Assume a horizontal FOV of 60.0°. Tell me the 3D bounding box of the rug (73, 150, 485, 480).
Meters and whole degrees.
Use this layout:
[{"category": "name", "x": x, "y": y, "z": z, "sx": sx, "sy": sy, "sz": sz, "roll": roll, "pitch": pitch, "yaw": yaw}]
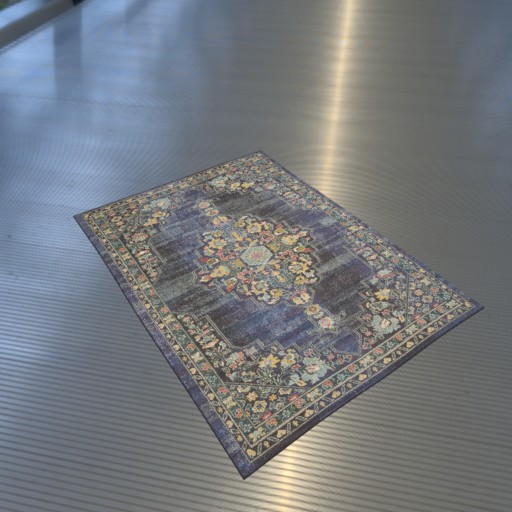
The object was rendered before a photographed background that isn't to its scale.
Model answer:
[{"category": "rug", "x": 0.000, "y": 0.000, "z": 4.665, "sx": 2.716, "sy": 0.035, "sz": 3.612, "roll": -25, "pitch": 48, "yaw": -25}]
